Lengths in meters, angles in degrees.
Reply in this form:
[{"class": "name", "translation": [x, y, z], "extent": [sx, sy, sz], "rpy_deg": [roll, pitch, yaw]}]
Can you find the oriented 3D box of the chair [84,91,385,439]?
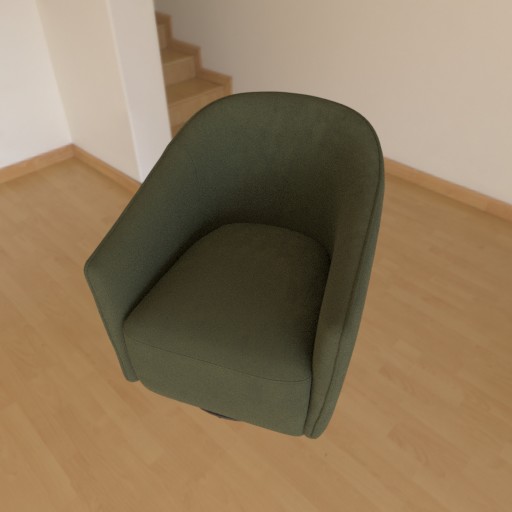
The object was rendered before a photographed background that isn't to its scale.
[{"class": "chair", "translation": [0.000, 0.000, 1.479], "extent": [0.747, 0.799, 0.875], "rpy_deg": [12, 42, 14]}]
